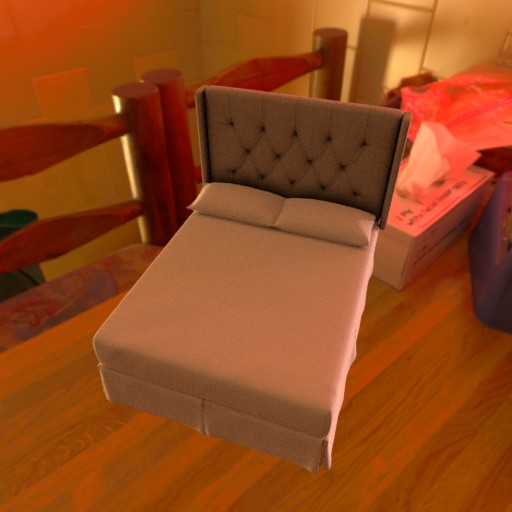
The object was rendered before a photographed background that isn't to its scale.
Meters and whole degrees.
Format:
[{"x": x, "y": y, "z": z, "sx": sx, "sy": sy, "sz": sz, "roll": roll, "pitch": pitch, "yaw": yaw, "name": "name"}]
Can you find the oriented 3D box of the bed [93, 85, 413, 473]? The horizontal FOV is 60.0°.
[{"x": 0.000, "y": 0.000, "z": 3.267, "sx": 1.719, "sy": 1.665, "sz": 2.066, "roll": 13, "pitch": 42, "yaw": 15, "name": "bed"}]
